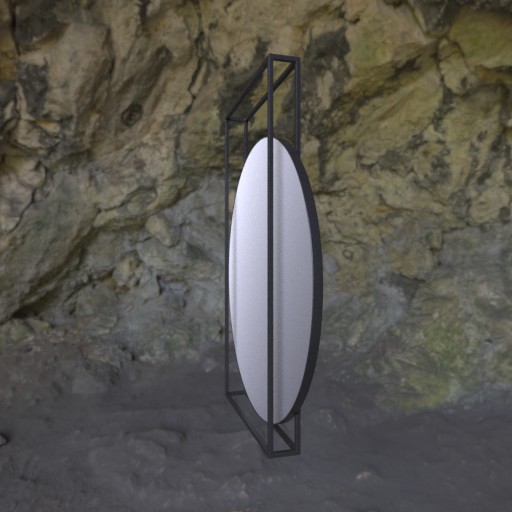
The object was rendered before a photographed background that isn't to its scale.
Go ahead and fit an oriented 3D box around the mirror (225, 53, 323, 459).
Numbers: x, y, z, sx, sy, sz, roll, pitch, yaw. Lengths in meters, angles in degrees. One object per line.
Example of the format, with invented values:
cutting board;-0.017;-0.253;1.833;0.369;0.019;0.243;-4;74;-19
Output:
mirror;0.000;0.000;0.817;0.051;0.603;0.508;0;0;-16
